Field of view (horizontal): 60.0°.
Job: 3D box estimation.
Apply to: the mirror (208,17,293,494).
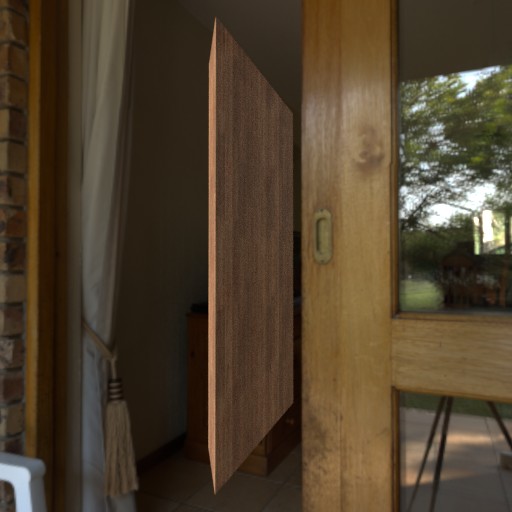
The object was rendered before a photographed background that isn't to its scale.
[{"bbox_3d":[0.000,0.000,1.250,0.047,1.010,0.651,0,-1,19],"label":"mirror"}]
